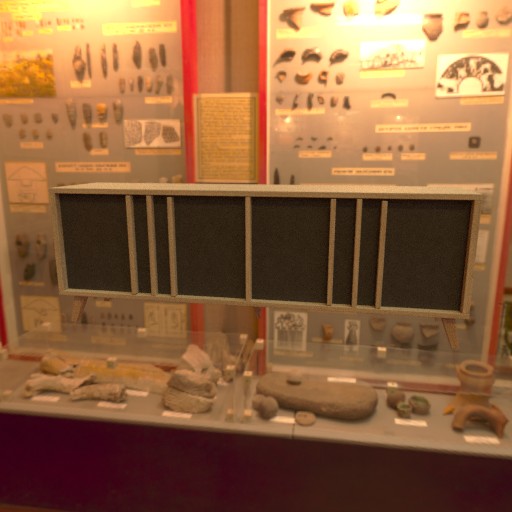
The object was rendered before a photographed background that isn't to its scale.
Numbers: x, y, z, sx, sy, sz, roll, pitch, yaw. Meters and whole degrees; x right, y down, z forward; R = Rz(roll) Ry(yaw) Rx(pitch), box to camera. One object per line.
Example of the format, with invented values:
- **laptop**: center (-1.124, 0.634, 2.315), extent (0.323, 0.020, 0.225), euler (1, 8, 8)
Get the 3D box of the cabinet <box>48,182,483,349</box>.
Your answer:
- **cabinet**: center (0.000, 0.000, 2.539), extent (2.198, 0.779, 0.499), euler (2, 13, 10)
